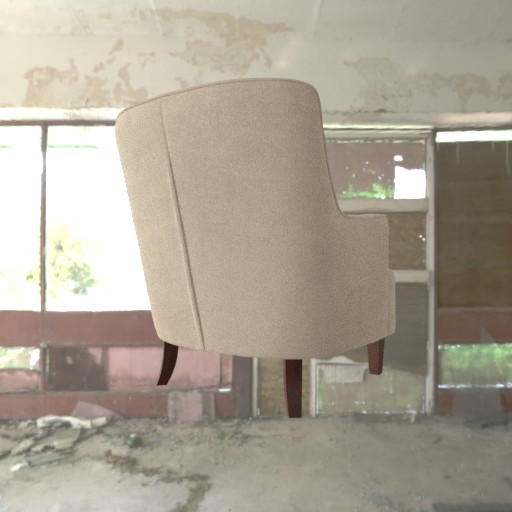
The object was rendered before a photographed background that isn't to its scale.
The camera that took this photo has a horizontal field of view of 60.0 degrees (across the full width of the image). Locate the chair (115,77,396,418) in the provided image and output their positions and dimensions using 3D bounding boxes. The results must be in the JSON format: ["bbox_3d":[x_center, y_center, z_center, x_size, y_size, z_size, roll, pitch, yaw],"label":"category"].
[{"bbox_3d":[0.000,0.000,1.599,0.781,0.920,0.910,0,0,35],"label":"chair"}]
